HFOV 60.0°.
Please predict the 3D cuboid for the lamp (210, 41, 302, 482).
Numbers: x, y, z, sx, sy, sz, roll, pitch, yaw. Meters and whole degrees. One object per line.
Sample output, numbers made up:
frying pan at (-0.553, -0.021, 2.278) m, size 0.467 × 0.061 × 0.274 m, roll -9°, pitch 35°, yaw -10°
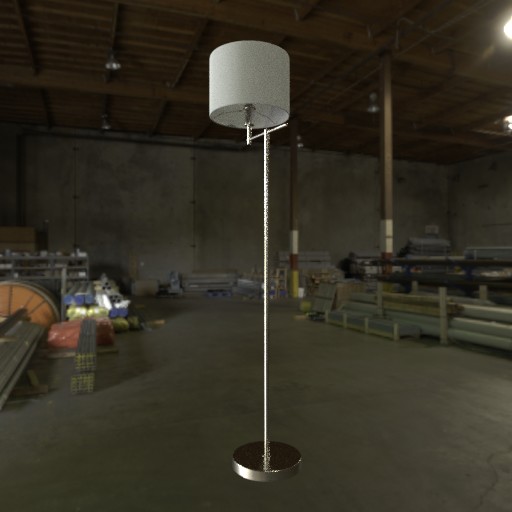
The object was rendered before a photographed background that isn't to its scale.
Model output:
lamp at (0.000, 0.000, 1.766) m, size 0.324 × 1.600 × 0.416 m, roll 0°, pitch 0°, yaw -35°
